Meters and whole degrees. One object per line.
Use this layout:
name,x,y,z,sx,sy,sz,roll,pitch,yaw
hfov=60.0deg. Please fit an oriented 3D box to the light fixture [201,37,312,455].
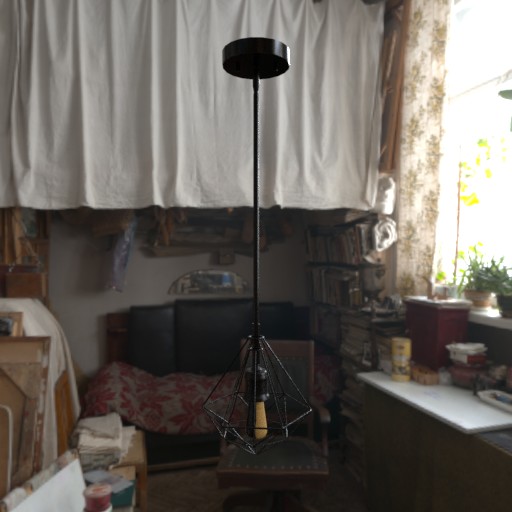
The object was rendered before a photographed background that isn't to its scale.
light fixture,0.000,0.000,1.944,0.431,1.764,0.487,1,1,35
